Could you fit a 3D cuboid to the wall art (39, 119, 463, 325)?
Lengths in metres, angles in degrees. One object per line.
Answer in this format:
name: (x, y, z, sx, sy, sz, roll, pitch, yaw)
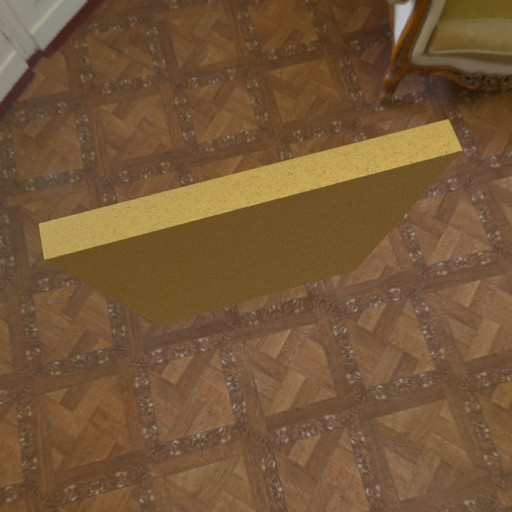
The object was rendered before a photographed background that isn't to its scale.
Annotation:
wall art: (0.000, 0.000, 0.862, 0.537, 0.642, 0.048, -15, 75, -4)
